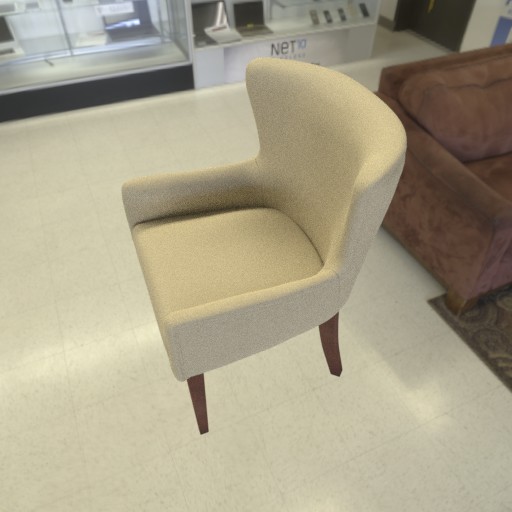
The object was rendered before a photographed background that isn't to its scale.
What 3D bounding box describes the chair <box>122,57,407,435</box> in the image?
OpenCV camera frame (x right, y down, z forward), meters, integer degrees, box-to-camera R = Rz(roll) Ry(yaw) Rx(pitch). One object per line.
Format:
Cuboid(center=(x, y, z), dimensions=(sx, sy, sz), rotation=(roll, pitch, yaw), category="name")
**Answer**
Cuboid(center=(0.000, 0.000, 1.379), dimensions=(0.686, 0.952, 0.660), rotation=(-16, 47, -15), category="chair")
